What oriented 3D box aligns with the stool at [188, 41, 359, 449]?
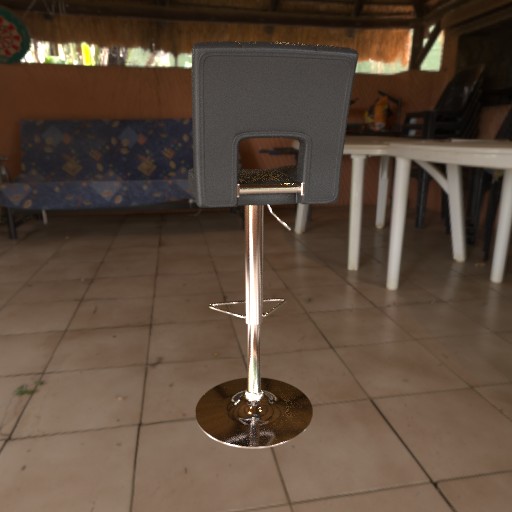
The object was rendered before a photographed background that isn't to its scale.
[{"bbox_3d":[0.000,0.000,1.392,0.415,1.151,0.520,-3,16,-11],"label":"stool"}]
